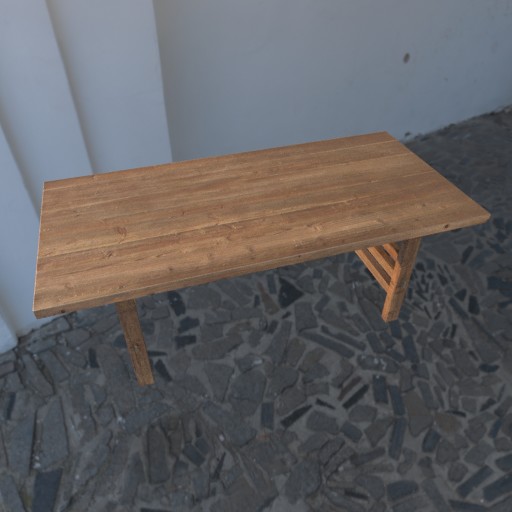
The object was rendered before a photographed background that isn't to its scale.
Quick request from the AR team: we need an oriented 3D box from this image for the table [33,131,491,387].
[{"bbox_3d":[0.000,0.000,2.428,2.003,0.760,0.952,-12,42,-13],"label":"table"}]
